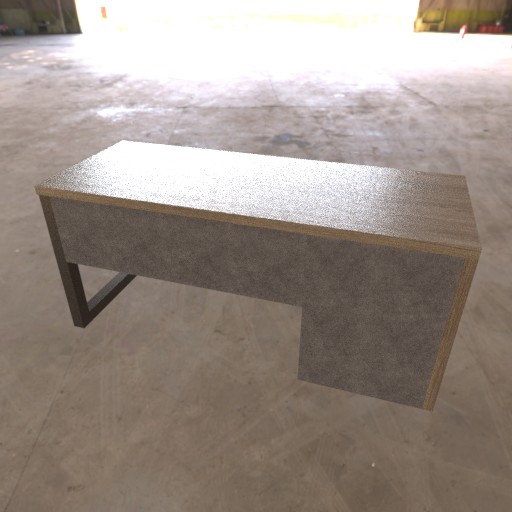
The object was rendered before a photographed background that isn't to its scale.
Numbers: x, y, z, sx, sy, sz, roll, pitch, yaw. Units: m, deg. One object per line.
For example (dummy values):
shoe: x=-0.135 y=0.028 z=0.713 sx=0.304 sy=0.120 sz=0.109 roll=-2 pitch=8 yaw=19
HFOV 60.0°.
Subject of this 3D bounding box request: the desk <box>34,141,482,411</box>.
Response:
desk: x=0.000 y=0.000 z=2.081 sx=1.700 sy=0.760 sz=0.690 roll=9 pitch=32 yaw=15
